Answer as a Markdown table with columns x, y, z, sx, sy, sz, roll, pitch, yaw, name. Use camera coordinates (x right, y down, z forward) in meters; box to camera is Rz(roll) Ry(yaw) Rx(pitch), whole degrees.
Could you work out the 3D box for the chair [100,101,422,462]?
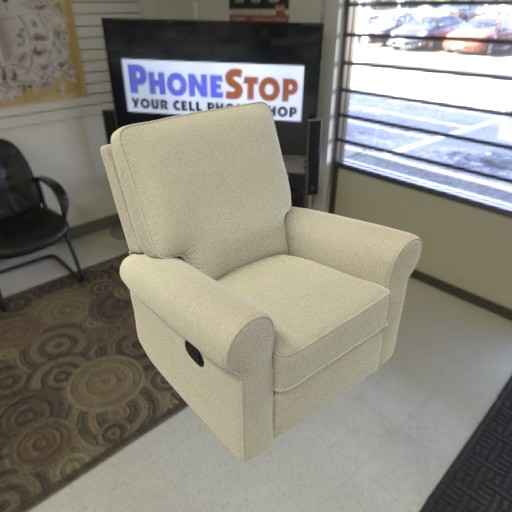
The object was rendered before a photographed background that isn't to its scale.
| x | y | z | sx | sy | sz | roll | pitch | yaw | name |
| --- | --- | --- | --- | --- | --- | --- | --- | --- | --- |
| 0.000 | 0.000 | 1.650 | 0.890 | 0.960 | 0.878 | -22 | 36 | -34 | chair |
